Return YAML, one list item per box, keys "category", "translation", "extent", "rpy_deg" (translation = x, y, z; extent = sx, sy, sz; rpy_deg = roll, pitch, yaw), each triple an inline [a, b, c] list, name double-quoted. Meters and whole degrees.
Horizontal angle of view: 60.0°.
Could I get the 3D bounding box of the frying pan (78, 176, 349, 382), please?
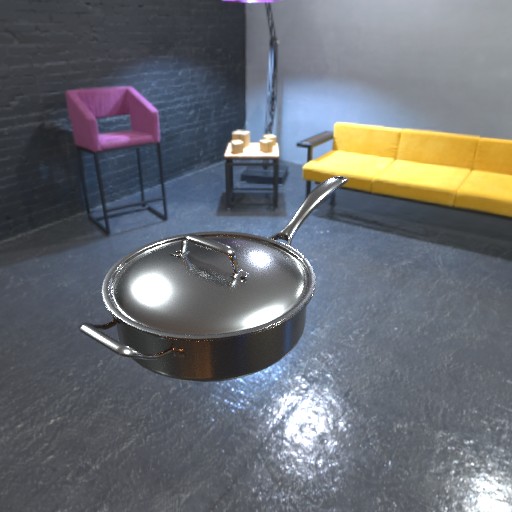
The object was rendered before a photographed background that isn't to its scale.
- category: "frying pan"
  translation: [0.000, 0.000, 0.590]
  extent: [0.245, 0.111, 0.492]
  rpy_deg: [19, 33, 32]
